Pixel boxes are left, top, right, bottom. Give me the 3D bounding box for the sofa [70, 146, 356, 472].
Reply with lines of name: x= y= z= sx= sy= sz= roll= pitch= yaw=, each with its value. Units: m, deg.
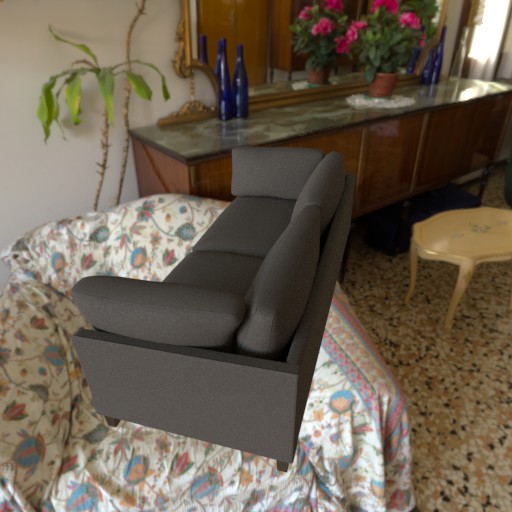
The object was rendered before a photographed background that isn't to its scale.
sofa: x=0.000 y=0.000 z=2.723 sx=0.969 sy=0.792 sz=2.312 roll=8 pitch=31 yaw=14
